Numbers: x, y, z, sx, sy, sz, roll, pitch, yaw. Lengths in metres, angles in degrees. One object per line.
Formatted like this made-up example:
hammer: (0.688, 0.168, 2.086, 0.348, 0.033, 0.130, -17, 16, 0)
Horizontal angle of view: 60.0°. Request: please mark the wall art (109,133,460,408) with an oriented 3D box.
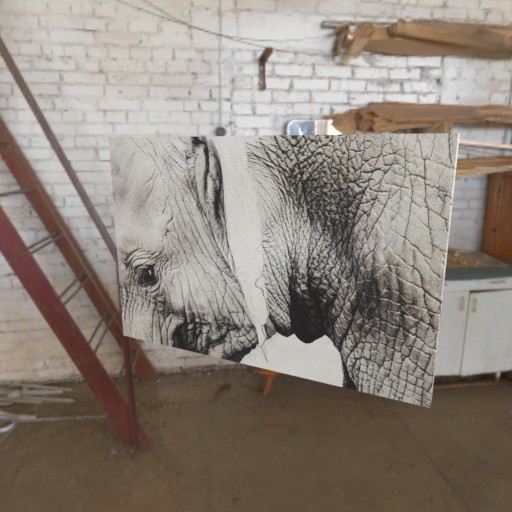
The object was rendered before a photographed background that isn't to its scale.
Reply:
wall art: (0.000, 0.000, 0.779, 0.613, 0.407, 0.035, 7, 15, 25)
